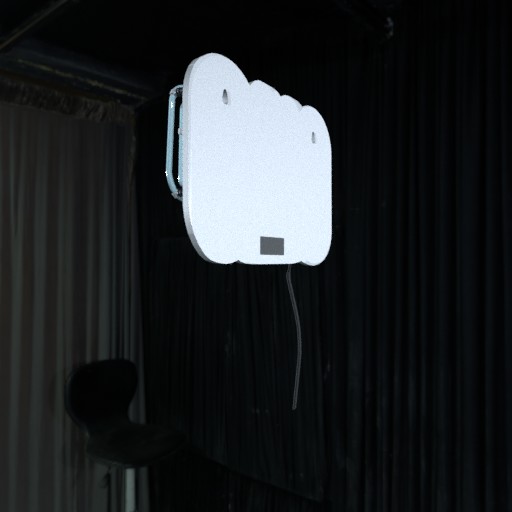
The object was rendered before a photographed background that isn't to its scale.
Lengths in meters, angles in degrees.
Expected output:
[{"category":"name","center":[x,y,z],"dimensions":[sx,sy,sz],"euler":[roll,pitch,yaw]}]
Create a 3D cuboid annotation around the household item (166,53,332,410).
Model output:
[{"category":"household item","center":[0.000,0.000,0.394],"dimensions":[0.042,0.294,0.211],"euler":[-1,-1,36]}]
